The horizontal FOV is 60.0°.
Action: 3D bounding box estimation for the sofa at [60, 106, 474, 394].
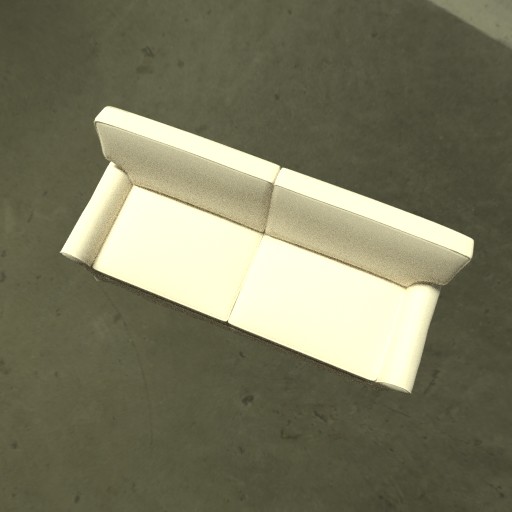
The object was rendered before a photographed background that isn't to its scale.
[{"bbox_3d":[0.000,0.000,2.481,2.021,0.937,0.862,21,76,6],"label":"sofa"}]
